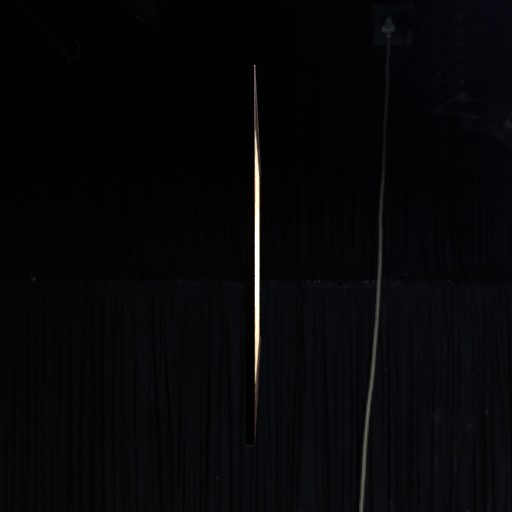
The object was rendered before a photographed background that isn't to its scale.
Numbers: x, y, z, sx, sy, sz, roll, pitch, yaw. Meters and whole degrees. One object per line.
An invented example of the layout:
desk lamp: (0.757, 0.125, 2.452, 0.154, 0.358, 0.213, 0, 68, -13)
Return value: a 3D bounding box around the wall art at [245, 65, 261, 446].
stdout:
wall art: (0.000, 0.000, 1.058, 0.014, 0.559, 0.816, 0, 0, 1)
